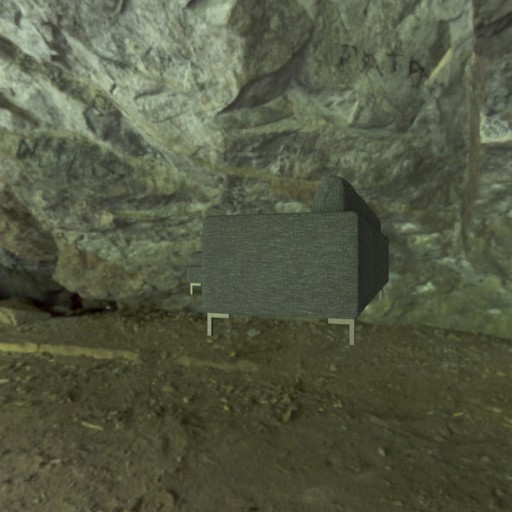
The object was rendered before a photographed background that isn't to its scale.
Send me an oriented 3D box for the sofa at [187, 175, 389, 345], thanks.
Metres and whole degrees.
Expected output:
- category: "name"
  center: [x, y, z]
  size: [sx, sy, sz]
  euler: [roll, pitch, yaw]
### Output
- category: "sofa"
  center: [0.000, 0.000, 3.710]
  size: [2.007, 0.815, 2.949]
  euler: [0, 0, 19]
